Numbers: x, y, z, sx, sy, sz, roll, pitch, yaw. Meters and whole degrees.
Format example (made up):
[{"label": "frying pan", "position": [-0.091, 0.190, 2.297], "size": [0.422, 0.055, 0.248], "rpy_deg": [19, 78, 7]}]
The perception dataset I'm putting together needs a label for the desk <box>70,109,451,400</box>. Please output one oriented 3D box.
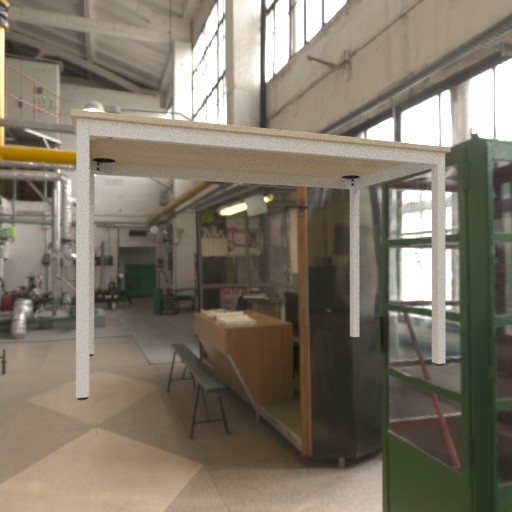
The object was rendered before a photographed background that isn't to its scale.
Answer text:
[{"label": "desk", "position": [0.000, 0.000, 1.602], "size": [1.200, 0.750, 0.600], "rpy_deg": [0, 0, -19]}]
